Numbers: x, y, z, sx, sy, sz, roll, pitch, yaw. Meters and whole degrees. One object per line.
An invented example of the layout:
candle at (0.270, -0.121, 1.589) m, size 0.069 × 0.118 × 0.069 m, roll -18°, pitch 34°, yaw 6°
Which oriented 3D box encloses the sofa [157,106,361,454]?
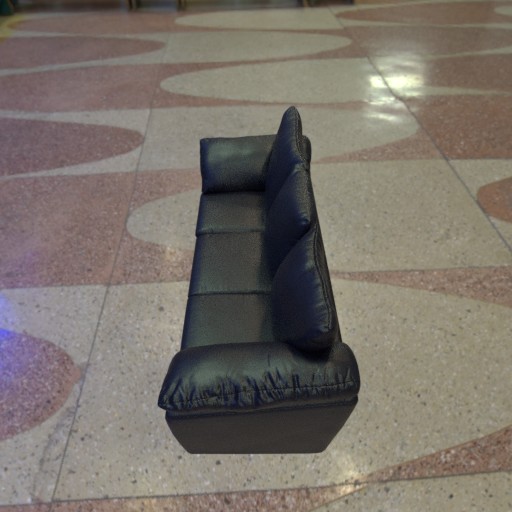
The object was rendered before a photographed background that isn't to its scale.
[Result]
sofa at (0.000, 0.000, 2.854) m, size 0.880 × 1.073 × 2.336 m, roll 0°, pitch 42°, yaw 0°
